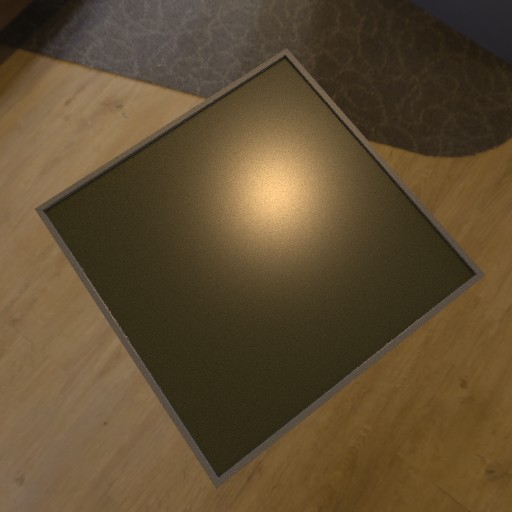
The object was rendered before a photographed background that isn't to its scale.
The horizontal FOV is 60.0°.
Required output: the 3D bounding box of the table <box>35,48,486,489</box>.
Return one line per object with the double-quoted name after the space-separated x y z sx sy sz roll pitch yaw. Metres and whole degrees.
0.000 0.000 1.245 0.801 0.299 0.801 -35 79 -8 "table"
